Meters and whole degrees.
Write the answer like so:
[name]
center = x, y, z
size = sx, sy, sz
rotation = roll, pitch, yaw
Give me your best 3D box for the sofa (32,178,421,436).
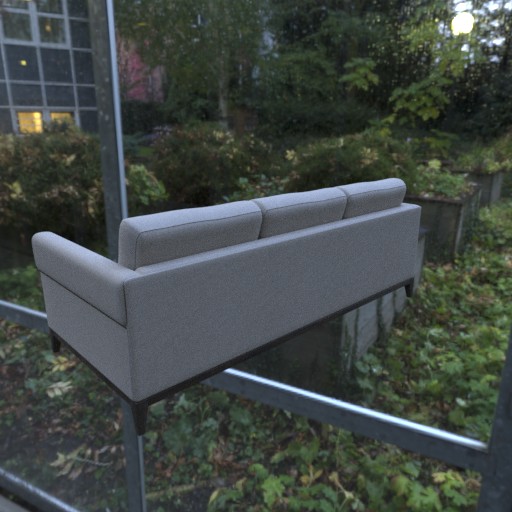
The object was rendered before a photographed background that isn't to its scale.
[sofa]
center = 0.000, 0.000, 2.673
size = 2.210, 0.838, 0.959
rotation = -15, 22, -41
